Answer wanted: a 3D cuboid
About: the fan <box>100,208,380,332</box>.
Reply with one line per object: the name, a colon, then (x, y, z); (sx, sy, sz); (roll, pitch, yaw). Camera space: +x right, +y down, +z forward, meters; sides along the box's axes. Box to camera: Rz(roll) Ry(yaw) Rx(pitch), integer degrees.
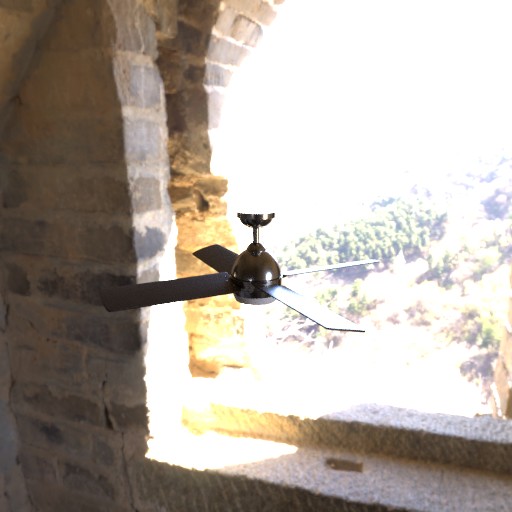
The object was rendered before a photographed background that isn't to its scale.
fan: (0.000, 0.000, 1.973); (1.332, 0.403, 1.332); (-7, 15, -26)
